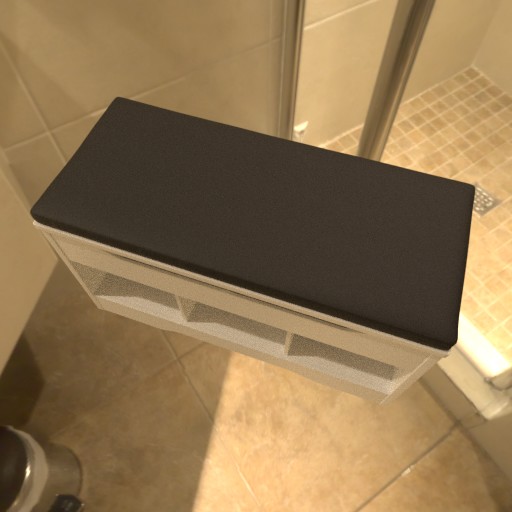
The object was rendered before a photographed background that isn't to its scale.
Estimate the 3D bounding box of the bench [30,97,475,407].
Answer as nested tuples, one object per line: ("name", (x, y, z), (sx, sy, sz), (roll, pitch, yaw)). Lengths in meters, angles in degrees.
("bench", (0.000, 0.000, 1.166), (0.899, 0.500, 0.401), (17, 60, 10))
